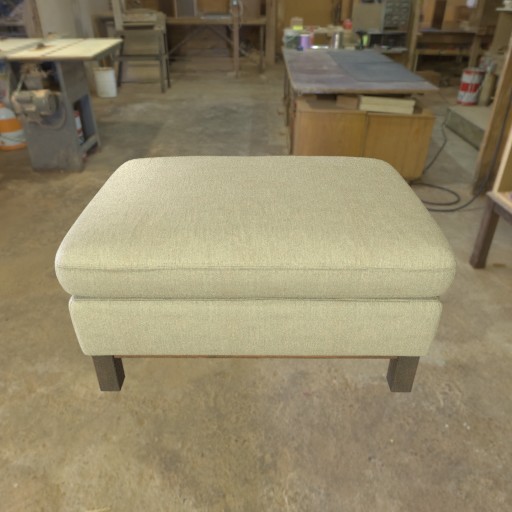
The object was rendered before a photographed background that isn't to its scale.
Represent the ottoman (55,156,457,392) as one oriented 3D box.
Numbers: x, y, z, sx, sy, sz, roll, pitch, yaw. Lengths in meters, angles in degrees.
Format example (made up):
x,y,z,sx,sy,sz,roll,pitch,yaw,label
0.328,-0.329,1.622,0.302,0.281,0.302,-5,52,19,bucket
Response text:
x,y,z,sx,sy,sz,roll,pitch,yaw,label
0.000,0.000,1.051,0.735,0.404,0.528,0,31,0,ottoman
